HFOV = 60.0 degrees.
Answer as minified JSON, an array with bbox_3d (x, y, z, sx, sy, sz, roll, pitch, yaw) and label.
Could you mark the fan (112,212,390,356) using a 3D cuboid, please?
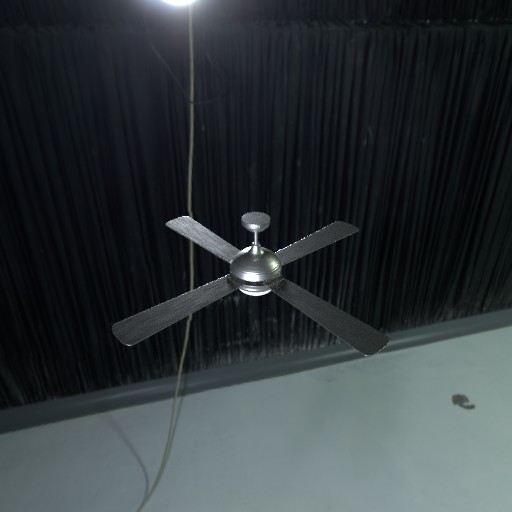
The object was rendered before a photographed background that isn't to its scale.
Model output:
[{"bbox_3d":[0.000,0.000,2.006,1.321,0.381,1.321,-11,33,-18],"label":"fan"}]
